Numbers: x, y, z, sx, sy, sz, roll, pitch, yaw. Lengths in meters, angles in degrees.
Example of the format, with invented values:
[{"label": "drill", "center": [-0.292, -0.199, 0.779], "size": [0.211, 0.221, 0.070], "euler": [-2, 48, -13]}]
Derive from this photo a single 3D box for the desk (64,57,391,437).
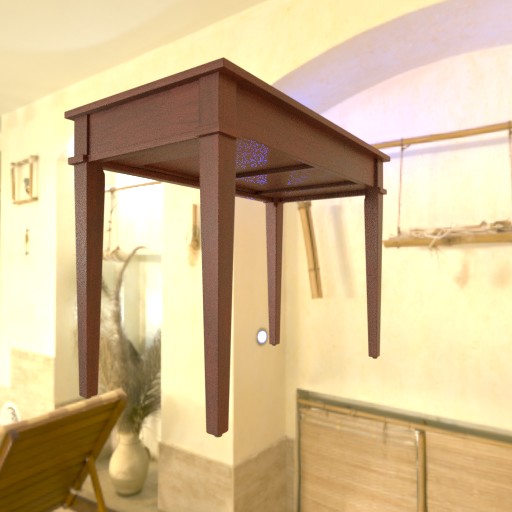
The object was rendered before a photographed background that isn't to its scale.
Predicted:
[{"label": "desk", "center": [0.000, 0.000, 1.428], "size": [0.549, 0.762, 1.001], "euler": [-1, -1, 35]}]
